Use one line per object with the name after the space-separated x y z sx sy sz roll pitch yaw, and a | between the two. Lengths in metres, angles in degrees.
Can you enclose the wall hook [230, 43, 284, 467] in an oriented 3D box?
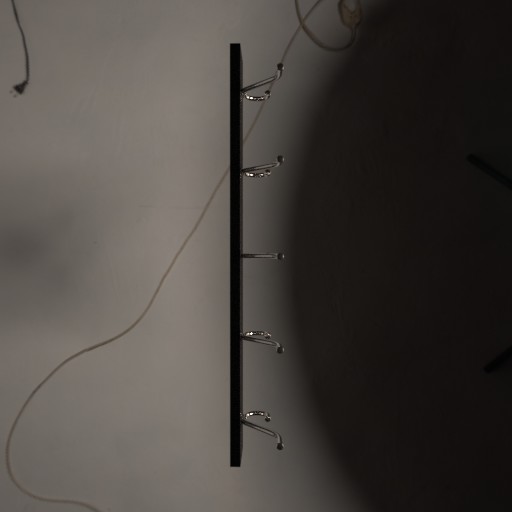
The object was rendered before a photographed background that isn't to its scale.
0.000 0.000 0.599 0.071 0.117 0.571 0 90 2 | wall hook
